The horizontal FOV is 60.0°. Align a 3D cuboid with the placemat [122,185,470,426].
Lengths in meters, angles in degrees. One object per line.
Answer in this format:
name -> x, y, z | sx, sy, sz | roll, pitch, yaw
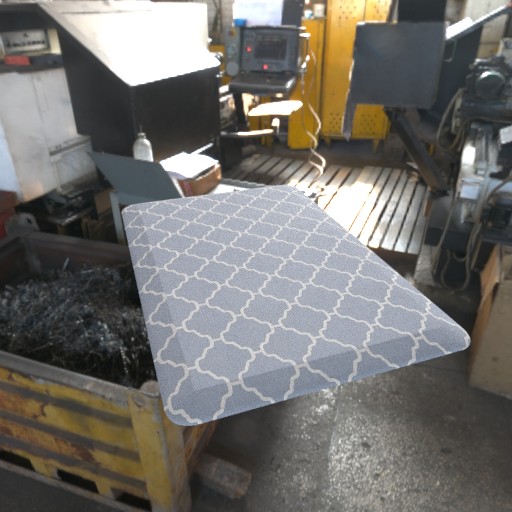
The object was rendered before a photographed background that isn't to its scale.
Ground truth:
placemat -> 0.000, 0.000, 0.955 | 0.508, 0.021, 0.762 | -10, 32, -17
